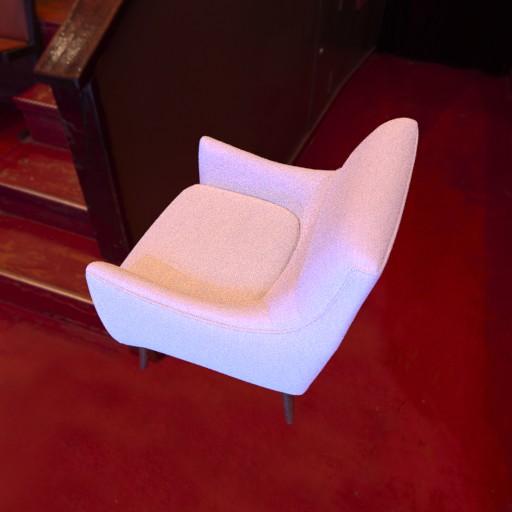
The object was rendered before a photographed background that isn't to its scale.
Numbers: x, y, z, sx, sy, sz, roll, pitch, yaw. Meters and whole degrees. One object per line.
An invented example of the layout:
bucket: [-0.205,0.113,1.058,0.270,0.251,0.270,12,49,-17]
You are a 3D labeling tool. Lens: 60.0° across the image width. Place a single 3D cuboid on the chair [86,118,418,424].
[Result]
chair: [0.000,0.000,1.432,0.787,0.838,0.762,15,47,15]
